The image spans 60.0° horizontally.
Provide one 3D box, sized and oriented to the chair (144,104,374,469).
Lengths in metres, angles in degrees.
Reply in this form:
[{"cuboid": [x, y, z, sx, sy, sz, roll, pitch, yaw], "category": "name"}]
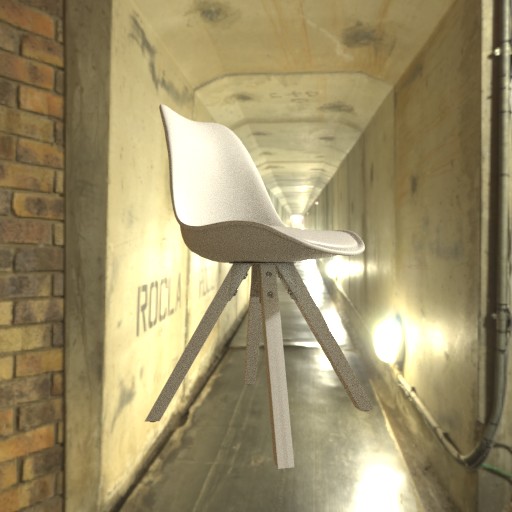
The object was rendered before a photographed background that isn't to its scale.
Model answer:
[{"cuboid": [0.000, 0.000, 1.191, 0.550, 0.850, 0.485, 0, 0, 37], "category": "chair"}]
